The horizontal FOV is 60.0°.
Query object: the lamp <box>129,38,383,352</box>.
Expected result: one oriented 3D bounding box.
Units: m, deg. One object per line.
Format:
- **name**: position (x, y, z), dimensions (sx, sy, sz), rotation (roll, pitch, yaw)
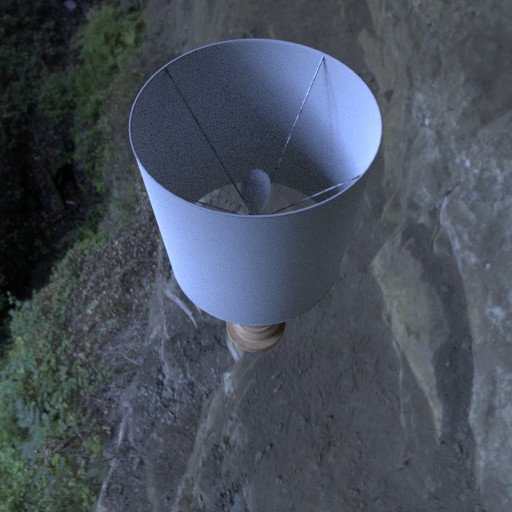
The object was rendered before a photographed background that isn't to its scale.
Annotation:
- **lamp**: position (0.000, 0.000, 0.562), dimensions (0.208, 0.455, 0.208), rotation (15, 60, 9)
